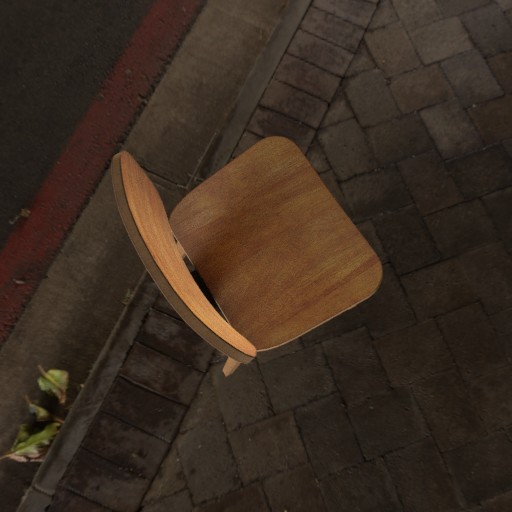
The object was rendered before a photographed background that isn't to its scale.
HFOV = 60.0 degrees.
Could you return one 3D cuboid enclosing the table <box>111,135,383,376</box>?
[{"bbox_3d":[0.000,0.000,1.129,0.500,0.805,0.499,-32,79,-7],"label":"table"}]
